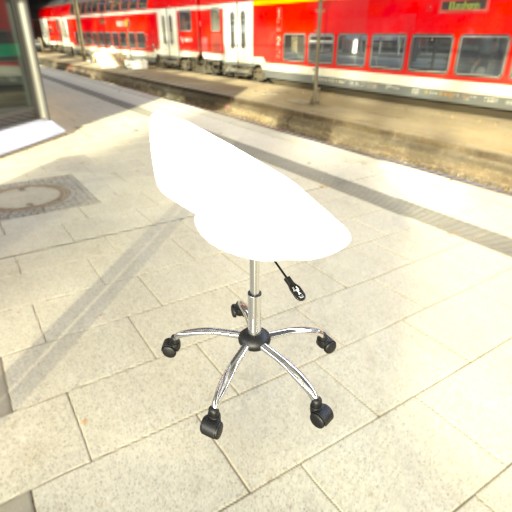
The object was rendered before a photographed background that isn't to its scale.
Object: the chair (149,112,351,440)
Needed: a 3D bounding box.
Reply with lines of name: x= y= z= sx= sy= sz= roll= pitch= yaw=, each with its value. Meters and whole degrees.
chair: x=0.000 y=0.000 z=1.209 sx=0.538 sy=0.791 sz=0.612 roll=-18 pitch=32 yaw=-31
